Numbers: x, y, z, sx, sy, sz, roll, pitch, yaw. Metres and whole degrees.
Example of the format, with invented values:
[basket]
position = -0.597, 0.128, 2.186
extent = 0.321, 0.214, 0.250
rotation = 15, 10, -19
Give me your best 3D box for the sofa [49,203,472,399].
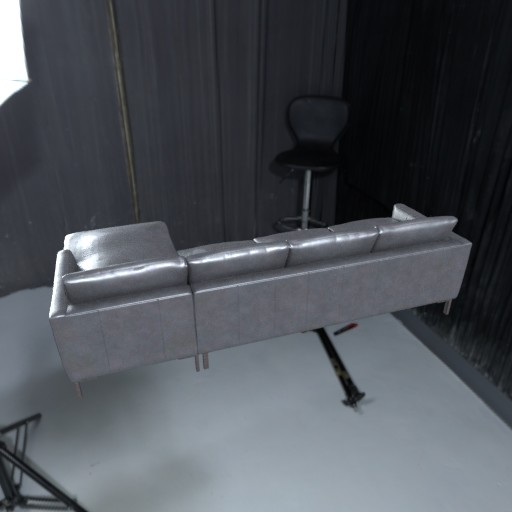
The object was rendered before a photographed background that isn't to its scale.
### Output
[sofa]
position = 0.000, 0.000, 3.636
extent = 2.993, 0.859, 1.471
rotation = -9, 30, -16
